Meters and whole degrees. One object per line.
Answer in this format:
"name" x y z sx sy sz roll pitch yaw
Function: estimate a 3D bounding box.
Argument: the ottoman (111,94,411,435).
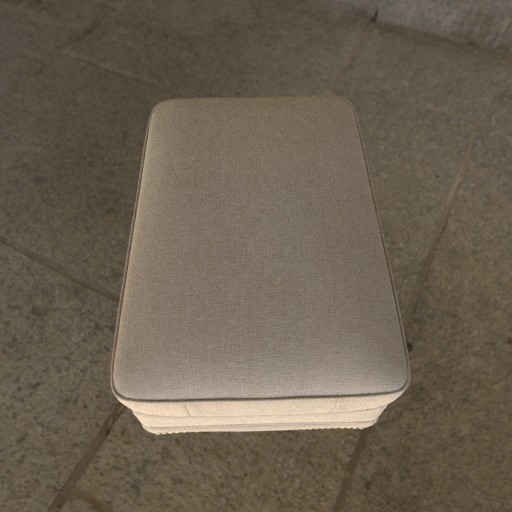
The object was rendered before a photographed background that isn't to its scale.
"ottoman" 0.000 0.000 1.129 0.559 0.458 0.813 -1 59 -1
